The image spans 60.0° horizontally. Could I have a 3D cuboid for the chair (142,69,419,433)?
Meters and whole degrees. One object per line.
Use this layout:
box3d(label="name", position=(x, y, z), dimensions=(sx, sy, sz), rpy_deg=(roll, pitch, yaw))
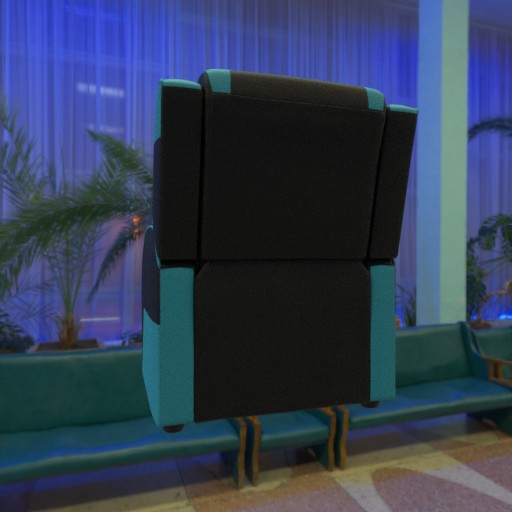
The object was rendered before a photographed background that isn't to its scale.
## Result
box3d(label="chair", position=(0.000, 0.000, 1.285), dimensions=(0.620, 0.805, 0.672), rpy_deg=(0, 1, -18))
